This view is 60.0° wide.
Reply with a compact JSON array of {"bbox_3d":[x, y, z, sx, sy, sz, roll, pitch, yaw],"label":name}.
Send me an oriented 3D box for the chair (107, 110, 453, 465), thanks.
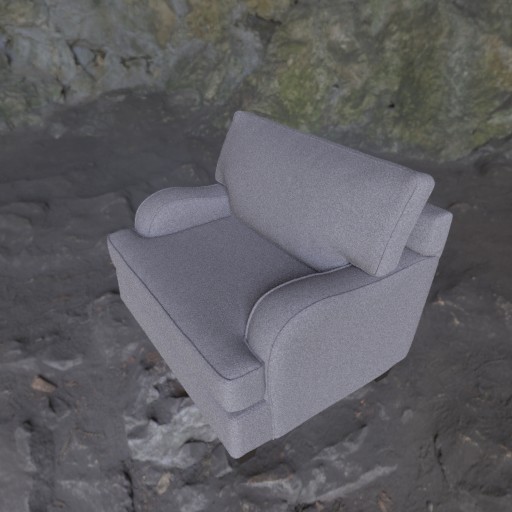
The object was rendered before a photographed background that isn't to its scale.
[{"bbox_3d":[0.000,0.000,2.018,1.040,1.016,1.220,-19,35,-29],"label":"chair"}]
